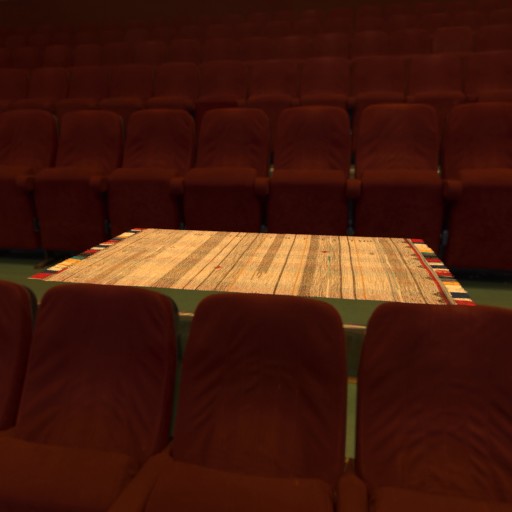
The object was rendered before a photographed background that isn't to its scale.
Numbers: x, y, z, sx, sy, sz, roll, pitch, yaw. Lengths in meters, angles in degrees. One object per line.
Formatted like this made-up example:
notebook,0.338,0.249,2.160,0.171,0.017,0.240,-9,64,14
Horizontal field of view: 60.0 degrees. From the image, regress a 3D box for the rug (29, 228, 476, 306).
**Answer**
rug,0.000,0.000,3.044,2.465,0.012,1.465,3,16,10
